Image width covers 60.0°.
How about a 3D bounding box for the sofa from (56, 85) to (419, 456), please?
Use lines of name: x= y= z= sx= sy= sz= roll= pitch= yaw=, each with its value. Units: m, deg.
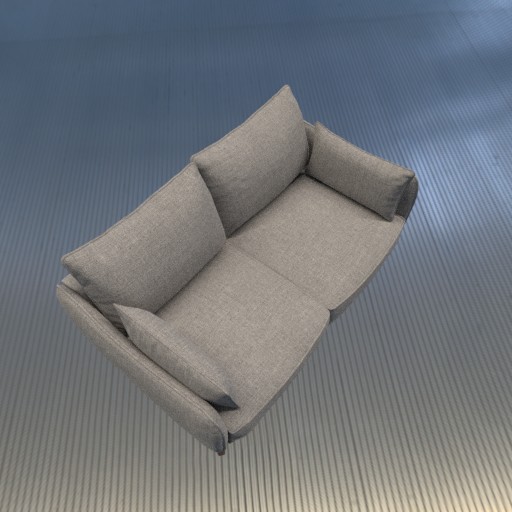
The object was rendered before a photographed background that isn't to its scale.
sofa: x=0.000 y=0.000 z=2.149 sx=0.972 sy=0.851 sz=1.580 roll=34 pitch=63 yaw=20
